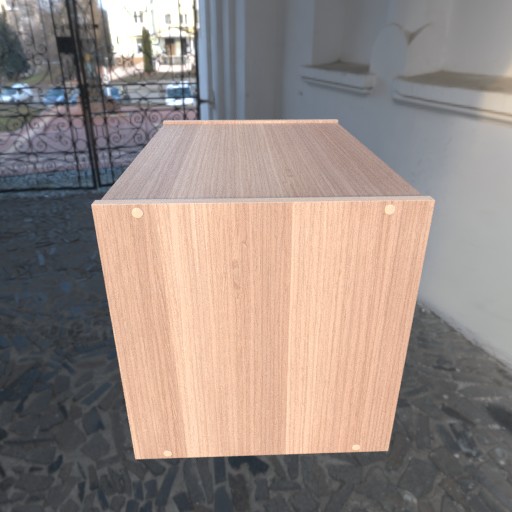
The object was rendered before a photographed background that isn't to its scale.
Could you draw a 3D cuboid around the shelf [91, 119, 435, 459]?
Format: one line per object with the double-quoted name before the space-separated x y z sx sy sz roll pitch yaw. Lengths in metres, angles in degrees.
"shelf" 0.000 0.000 0.626 0.290 0.305 0.415 -1 26 -2
